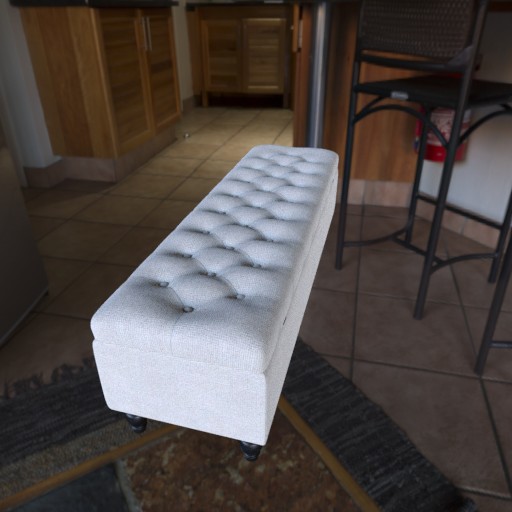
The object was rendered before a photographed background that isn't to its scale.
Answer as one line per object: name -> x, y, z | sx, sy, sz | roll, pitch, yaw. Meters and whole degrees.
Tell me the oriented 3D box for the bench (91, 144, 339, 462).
bench -> 0.000, 0.000, 1.715 | 0.455, 0.467, 1.480 | 8, 31, 13
